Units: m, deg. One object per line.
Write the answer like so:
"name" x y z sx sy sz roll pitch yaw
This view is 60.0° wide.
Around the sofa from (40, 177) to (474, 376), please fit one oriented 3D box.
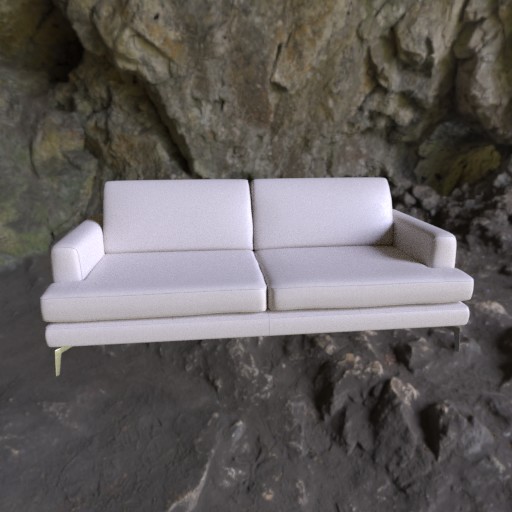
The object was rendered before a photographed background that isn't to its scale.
"sofa" 0.000 0.000 2.385 1.940 0.765 0.974 -2 16 -7
